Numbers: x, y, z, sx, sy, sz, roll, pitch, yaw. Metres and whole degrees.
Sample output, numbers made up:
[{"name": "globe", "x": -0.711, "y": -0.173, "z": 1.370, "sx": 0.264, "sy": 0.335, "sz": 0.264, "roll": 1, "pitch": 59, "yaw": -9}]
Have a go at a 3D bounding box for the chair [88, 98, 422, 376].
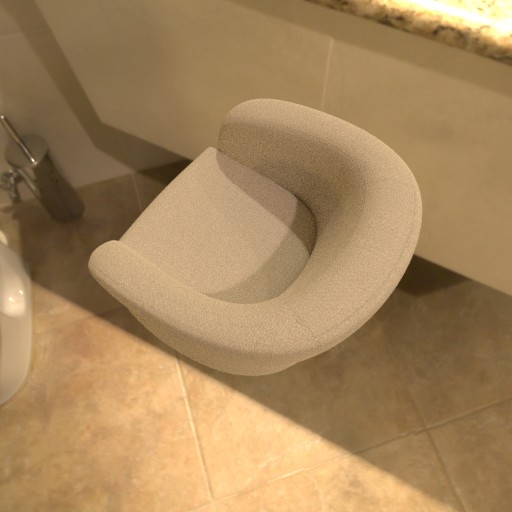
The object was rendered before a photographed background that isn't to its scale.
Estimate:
[{"name": "chair", "x": 0.000, "y": 0.000, "z": 1.442, "sx": 0.815, "sy": 0.771, "sz": 0.791, "roll": 32, "pitch": 68, "yaw": 15}]
